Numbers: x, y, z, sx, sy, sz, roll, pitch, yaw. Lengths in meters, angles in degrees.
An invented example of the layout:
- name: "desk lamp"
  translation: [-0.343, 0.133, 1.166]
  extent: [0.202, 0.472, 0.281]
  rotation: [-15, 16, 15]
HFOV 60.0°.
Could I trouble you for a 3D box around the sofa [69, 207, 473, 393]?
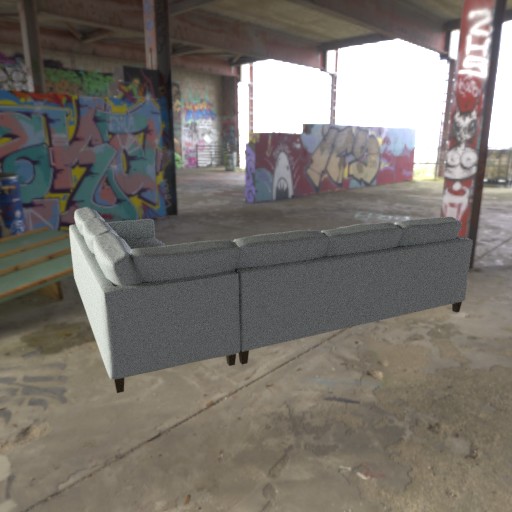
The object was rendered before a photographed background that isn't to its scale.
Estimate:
- name: "sofa"
  translation: [0.000, 0.000, 4.515]
  extent: [3.333, 0.934, 2.522]
  rotation: [-7, 16, -26]
